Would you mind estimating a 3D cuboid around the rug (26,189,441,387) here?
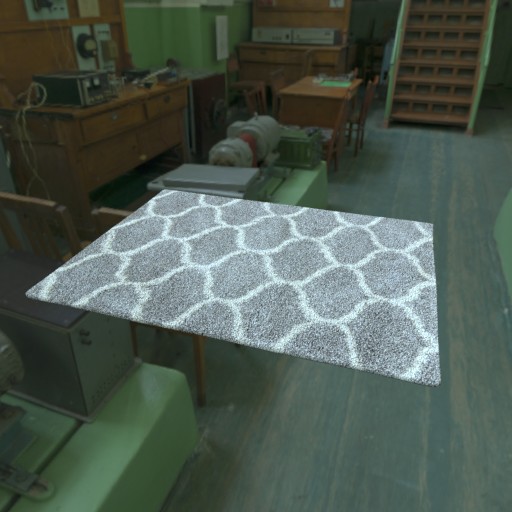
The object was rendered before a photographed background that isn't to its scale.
[{"bbox_3d":[0.000,0.000,2.083,1.600,0.025,1.200,9,31,15],"label":"rug"}]
